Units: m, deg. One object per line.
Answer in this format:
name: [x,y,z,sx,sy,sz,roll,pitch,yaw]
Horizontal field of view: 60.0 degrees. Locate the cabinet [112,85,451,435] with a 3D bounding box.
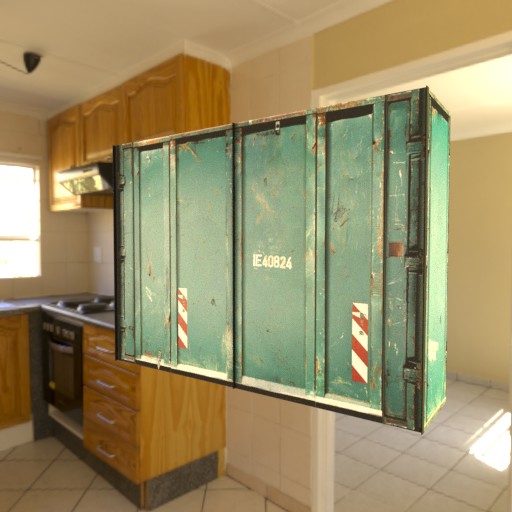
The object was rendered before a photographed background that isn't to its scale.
cabinet: [0.000,0.000,3.866,3.001,2.160,0.680,1,3,35]
